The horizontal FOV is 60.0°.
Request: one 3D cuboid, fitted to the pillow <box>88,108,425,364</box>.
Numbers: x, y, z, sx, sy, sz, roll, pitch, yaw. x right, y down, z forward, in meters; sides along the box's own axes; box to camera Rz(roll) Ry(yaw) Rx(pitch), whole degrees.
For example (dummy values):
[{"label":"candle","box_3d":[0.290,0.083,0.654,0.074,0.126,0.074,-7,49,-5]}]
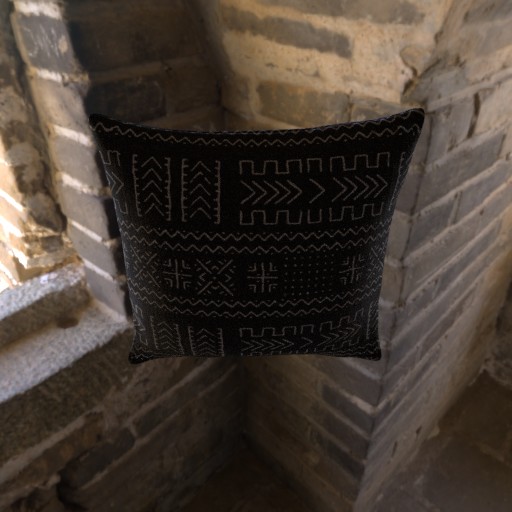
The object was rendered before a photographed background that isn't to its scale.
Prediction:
[{"label":"pillow","box_3d":[0.000,0.000,0.669,0.438,0.430,0.164,-1,30,-2]}]
